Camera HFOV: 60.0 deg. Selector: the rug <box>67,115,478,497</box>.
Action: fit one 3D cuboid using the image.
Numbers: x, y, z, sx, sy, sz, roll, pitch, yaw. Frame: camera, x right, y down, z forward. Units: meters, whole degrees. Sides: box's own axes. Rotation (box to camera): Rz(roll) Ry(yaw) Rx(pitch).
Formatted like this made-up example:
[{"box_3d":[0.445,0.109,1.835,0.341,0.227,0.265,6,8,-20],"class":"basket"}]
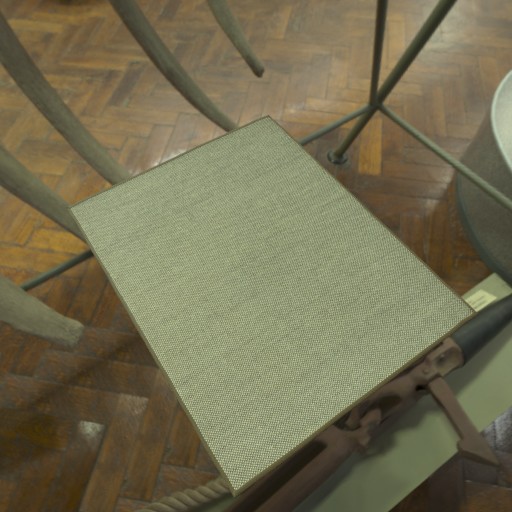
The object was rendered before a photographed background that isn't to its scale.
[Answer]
[{"box_3d":[0.000,0.000,3.994,2.413,0.020,3.041,-30,62,-18],"class":"rug"}]
